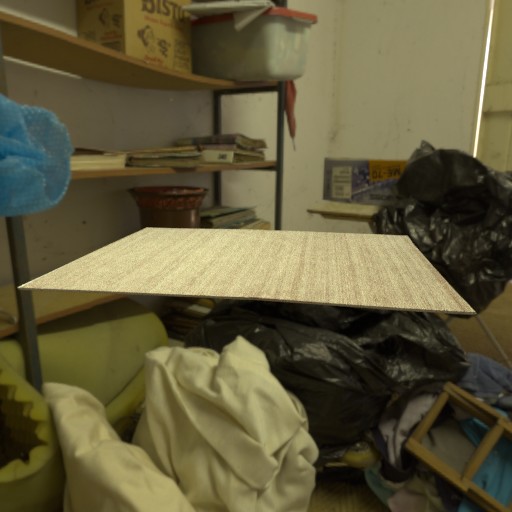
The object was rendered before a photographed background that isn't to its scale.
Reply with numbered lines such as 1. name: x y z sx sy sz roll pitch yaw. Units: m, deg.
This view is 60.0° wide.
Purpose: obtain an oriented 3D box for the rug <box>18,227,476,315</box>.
1. rug: 0.000 0.000 4.196 3.202 0.045 2.434 2 14 9
